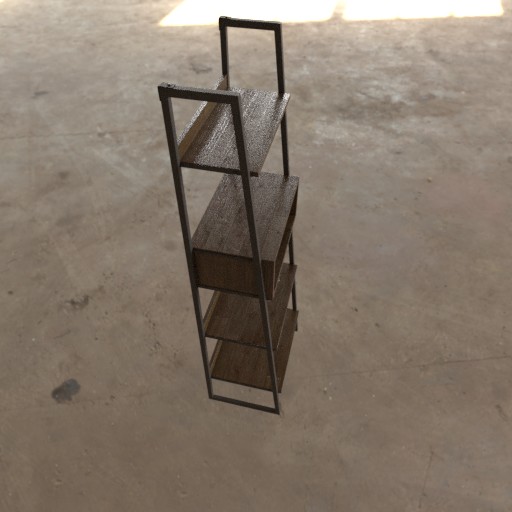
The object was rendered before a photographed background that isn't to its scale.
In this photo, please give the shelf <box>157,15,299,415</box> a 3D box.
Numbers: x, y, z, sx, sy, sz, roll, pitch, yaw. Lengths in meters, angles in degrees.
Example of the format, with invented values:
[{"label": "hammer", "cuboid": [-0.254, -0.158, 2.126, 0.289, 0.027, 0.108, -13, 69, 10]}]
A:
[{"label": "shelf", "cuboid": [0.000, 0.000, 2.229, 0.454, 2.005, 0.652, 10, 46, 9]}]
